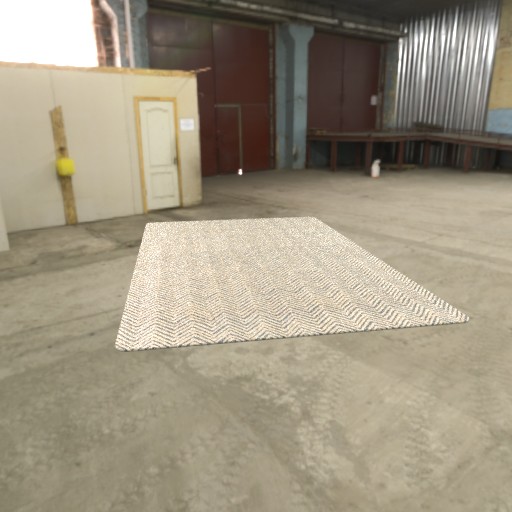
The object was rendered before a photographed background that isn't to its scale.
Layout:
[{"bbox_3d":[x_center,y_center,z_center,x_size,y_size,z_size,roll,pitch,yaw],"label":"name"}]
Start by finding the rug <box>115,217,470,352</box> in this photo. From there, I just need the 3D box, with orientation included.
[{"bbox_3d":[0.000,0.000,2.187,1.144,0.008,1.752,-3,17,-10],"label":"rug"}]
